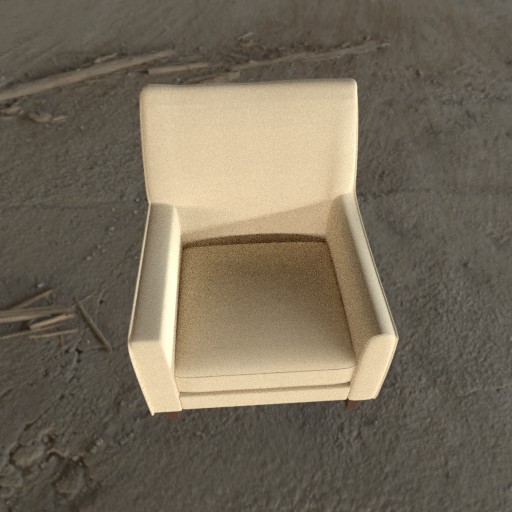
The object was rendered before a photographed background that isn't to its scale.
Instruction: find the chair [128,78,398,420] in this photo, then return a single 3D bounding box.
[{"bbox_3d":[0.000,0.000,1.608,0.780,0.919,0.899,-3,47,-2],"label":"chair"}]
